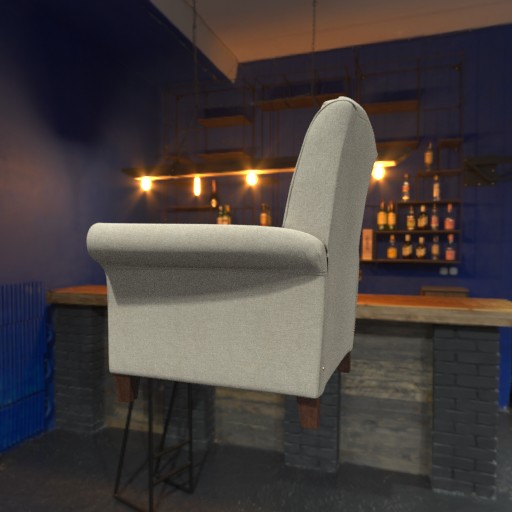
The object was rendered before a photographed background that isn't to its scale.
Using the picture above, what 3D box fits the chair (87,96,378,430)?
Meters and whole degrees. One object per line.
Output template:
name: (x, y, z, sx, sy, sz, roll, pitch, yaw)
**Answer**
chair: (0.000, 0.000, 1.809, 0.905, 1.061, 0.978, 0, 1, 20)
